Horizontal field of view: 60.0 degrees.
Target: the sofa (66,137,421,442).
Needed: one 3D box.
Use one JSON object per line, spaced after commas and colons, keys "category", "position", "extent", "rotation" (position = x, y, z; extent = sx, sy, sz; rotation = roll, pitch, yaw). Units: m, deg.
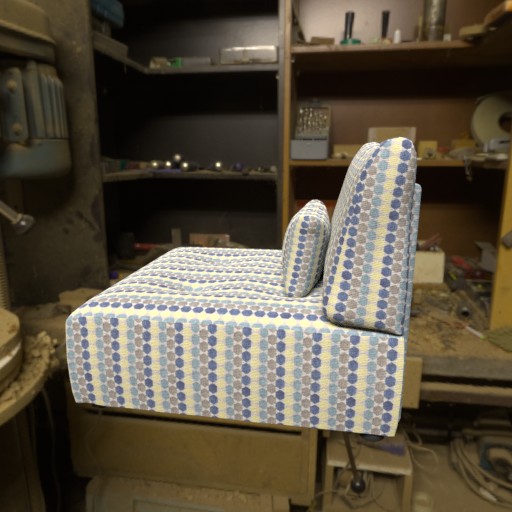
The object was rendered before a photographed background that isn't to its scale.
{"category": "sofa", "position": [0.000, 0.000, 1.648], "extent": [1.000, 0.830, 0.930], "rotation": [2, 14, 10]}
